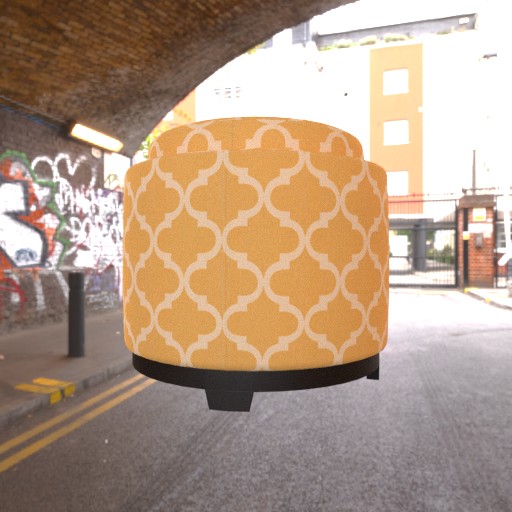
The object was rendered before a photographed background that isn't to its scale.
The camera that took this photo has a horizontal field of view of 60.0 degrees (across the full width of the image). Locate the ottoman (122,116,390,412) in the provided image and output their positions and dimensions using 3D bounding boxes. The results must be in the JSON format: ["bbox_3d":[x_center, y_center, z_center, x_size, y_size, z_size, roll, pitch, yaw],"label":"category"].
[{"bbox_3d":[0.000,0.000,0.832,0.480,0.429,0.480,0,0,0],"label":"ottoman"}]
